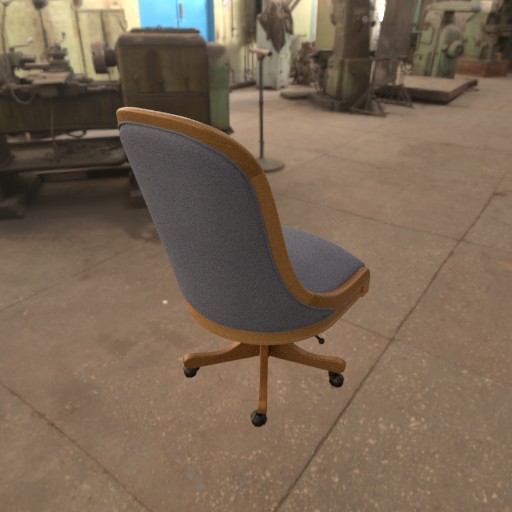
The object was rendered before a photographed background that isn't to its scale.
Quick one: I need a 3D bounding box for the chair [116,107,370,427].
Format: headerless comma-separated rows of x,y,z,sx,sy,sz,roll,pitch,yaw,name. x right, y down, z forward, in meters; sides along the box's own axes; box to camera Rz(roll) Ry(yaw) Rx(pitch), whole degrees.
0.000,0.000,1.457,0.605,1.031,0.735,21,35,33,chair
